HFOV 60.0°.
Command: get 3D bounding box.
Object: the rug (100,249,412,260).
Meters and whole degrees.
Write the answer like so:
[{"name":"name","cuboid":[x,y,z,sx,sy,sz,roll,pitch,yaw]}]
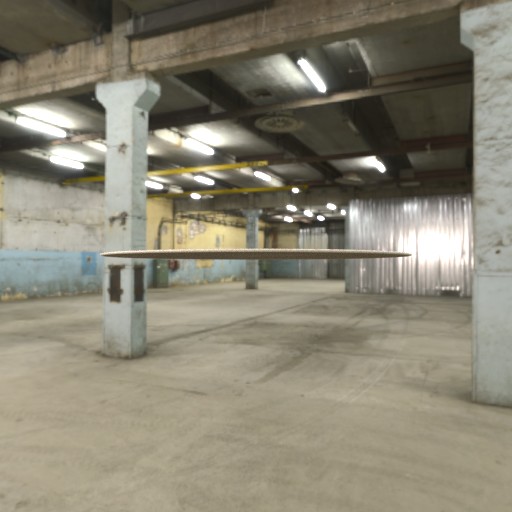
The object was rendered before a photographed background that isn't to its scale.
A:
[{"name":"rug","cuboid":[0.000,0.000,2.402,1.593,0.012,1.593,0,-2,0]}]
